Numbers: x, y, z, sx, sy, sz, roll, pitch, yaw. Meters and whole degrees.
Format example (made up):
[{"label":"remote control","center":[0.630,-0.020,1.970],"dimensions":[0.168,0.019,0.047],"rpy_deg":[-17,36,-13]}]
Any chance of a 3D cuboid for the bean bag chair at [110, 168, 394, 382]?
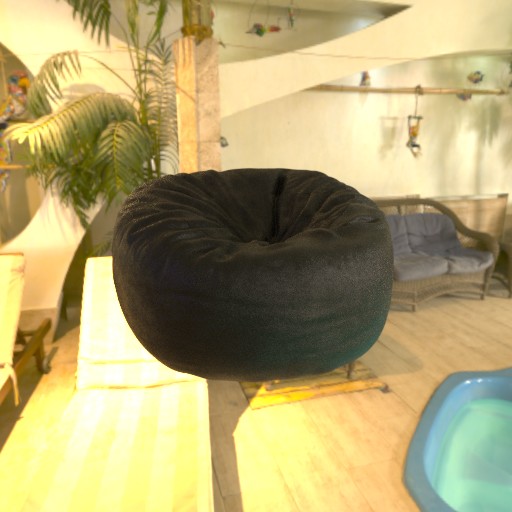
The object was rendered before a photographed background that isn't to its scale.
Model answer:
[{"label":"bean bag chair","center":[0.000,0.000,2.405],"dimensions":[1.524,0.878,1.524],"rpy_deg":[-3,15,-10]}]
